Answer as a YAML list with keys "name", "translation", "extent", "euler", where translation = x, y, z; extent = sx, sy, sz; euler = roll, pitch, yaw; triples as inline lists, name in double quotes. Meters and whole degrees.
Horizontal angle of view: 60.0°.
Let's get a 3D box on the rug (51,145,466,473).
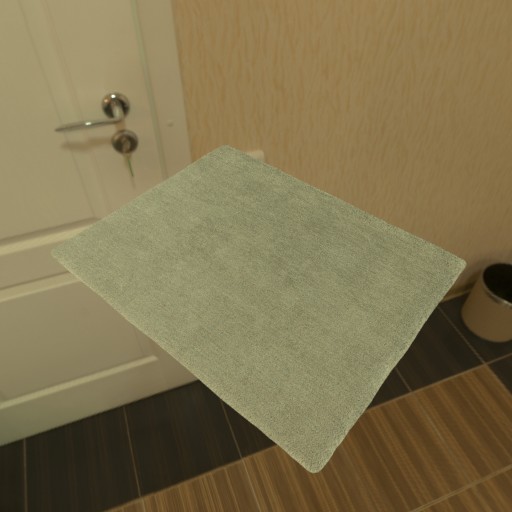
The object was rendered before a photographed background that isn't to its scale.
- name: "rug"
  translation: [0.000, 0.000, 3.916]
  extent: [2.933, 0.027, 2.332]
  euler: [31, 54, 26]
